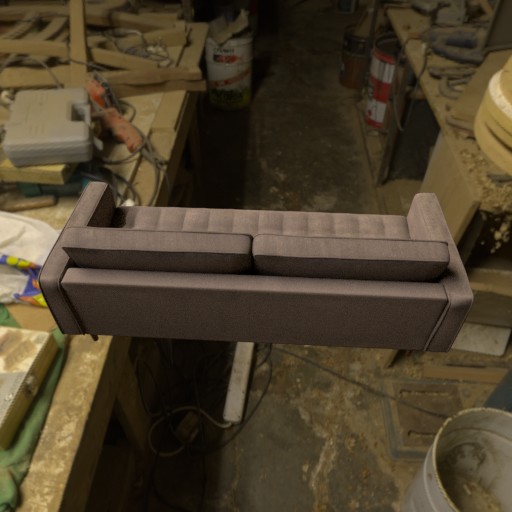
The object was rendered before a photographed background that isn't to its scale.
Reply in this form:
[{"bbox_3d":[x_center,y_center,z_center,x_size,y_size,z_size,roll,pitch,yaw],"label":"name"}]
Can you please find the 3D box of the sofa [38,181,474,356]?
[{"bbox_3d":[0.000,0.000,2.693,2.295,0.813,0.923,2,45,2],"label":"sofa"}]
